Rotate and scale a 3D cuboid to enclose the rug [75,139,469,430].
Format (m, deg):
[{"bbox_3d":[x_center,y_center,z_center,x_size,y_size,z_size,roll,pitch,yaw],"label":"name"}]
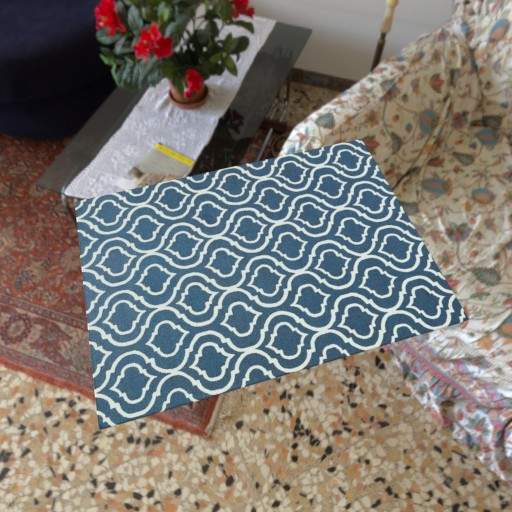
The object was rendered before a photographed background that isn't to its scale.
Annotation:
[{"bbox_3d":[0.000,0.000,4.420,3.353,0.010,2.438,-14,59,-9],"label":"rug"}]
